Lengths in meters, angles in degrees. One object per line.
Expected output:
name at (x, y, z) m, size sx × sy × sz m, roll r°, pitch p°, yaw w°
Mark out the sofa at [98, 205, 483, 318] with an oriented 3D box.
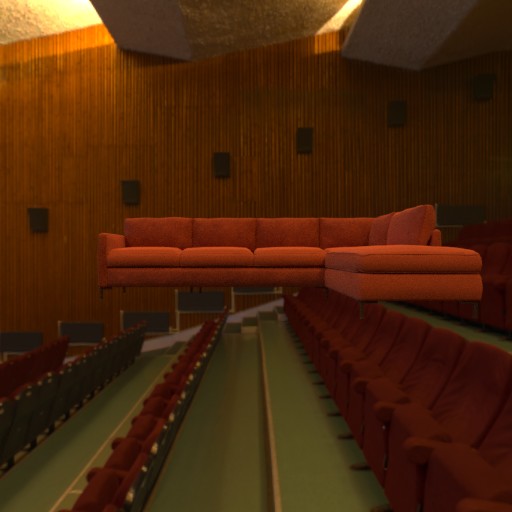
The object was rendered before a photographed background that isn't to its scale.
sofa at (0.000, 0.000, 3.589) m, size 2.736 × 0.757 × 1.879 m, roll 0°, pitch 0°, yaw -1°
